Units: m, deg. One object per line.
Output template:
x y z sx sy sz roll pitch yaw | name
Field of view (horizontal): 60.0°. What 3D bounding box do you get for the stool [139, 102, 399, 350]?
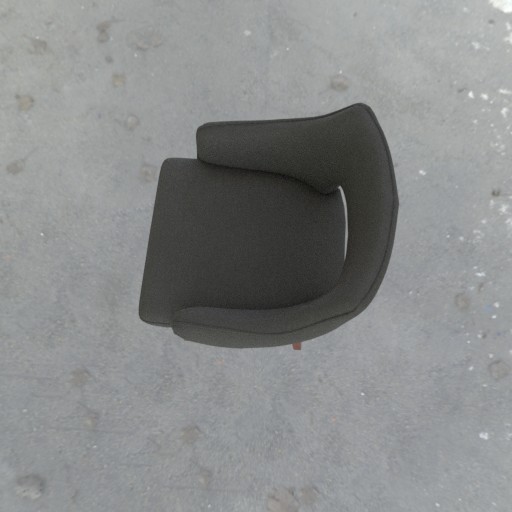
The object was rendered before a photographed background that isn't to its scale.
0.000 0.000 1.271 0.558 0.912 0.548 5 74 1 | stool
